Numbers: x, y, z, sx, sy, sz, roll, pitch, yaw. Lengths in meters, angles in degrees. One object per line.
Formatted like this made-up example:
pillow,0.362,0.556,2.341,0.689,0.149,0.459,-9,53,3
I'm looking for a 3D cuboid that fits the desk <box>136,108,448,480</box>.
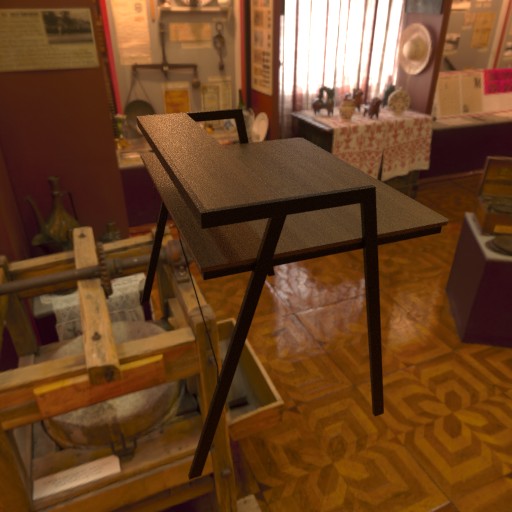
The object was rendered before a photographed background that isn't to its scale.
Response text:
desk,0.000,0.000,1.908,0.936,0.998,1.143,-11,31,-18
